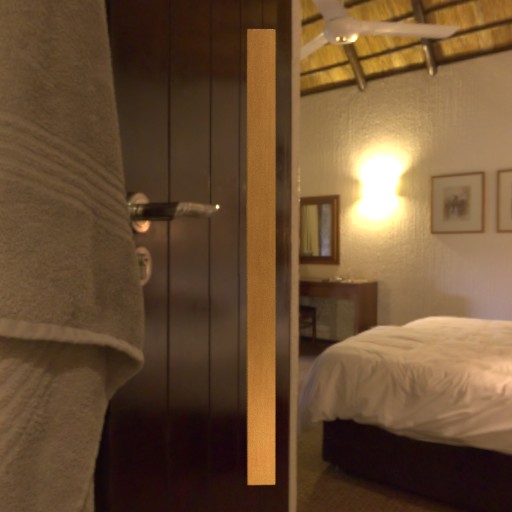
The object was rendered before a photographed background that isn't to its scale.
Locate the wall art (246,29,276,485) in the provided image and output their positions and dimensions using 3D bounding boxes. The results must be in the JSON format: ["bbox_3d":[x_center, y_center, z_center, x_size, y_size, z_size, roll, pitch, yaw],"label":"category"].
[{"bbox_3d":[0.000,0.000,0.444,0.019,0.302,0.302,0,1,-1],"label":"wall art"}]
